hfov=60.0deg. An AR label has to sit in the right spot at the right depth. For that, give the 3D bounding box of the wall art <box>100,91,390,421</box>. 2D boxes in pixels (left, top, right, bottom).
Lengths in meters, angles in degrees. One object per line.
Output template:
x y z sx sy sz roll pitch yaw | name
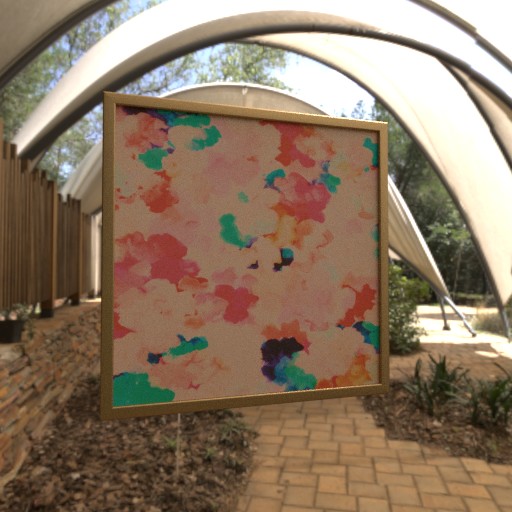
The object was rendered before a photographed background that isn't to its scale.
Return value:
0.000 0.000 0.776 0.510 0.509 0.037 0 -2 -17 | wall art
